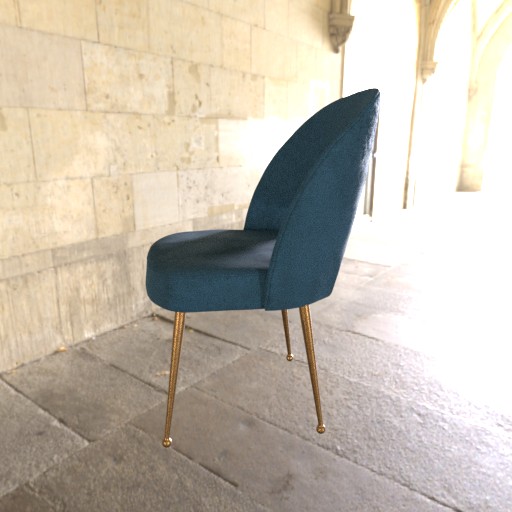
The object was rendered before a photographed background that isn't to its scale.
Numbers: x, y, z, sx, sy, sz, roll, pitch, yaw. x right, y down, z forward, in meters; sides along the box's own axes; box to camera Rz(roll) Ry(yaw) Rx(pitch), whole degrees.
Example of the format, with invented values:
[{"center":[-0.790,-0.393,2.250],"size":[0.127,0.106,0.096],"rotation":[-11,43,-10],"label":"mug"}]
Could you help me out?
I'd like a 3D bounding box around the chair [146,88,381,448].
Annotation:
[{"center":[0.000,0.000,1.207],"size":[0.577,0.860,0.527],"rotation":[-2,15,-7],"label":"chair"}]
